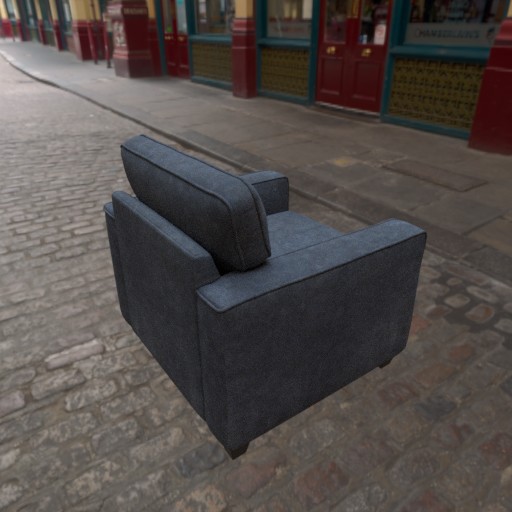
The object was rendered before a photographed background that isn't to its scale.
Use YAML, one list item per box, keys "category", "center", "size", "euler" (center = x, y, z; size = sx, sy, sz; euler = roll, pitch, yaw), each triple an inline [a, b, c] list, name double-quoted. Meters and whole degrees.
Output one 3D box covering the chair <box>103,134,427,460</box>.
- category: "chair"
  center: [0.000, 0.000, 1.866]
  size: [0.939, 0.965, 1.015]
  euler: [-18, 32, -31]
